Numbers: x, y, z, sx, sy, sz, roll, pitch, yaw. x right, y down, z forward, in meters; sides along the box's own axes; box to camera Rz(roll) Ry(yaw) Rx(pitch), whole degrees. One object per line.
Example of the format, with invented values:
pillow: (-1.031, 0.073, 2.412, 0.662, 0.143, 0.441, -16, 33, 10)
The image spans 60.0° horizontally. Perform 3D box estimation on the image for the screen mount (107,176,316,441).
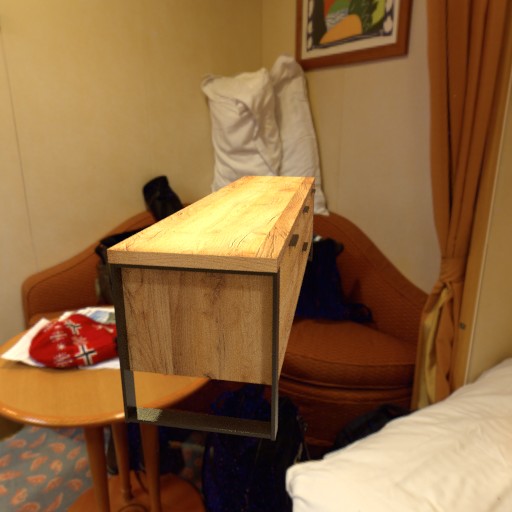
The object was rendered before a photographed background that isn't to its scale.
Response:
screen mount: (0.000, 0.000, 1.727, 0.395, 0.450, 1.524, 3, 17, 10)
